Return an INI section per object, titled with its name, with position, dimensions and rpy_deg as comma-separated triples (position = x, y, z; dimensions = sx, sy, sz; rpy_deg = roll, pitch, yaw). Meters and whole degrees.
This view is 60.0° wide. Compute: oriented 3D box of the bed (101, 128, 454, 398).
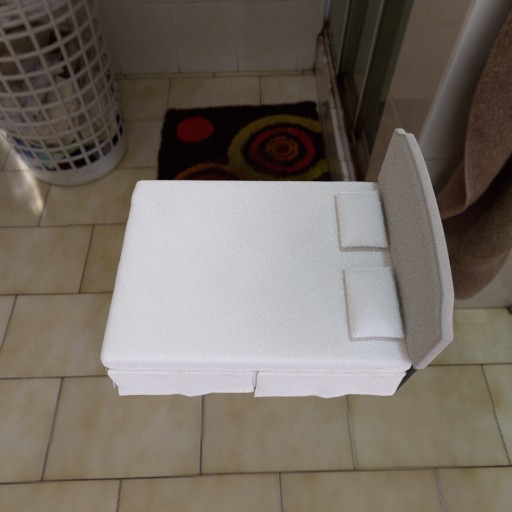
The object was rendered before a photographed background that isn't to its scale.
[bed]
position = 0.000, 0.000, 2.995
dimensions = 1.999, 1.270, 1.558
rpy_deg = 1, 58, 0
